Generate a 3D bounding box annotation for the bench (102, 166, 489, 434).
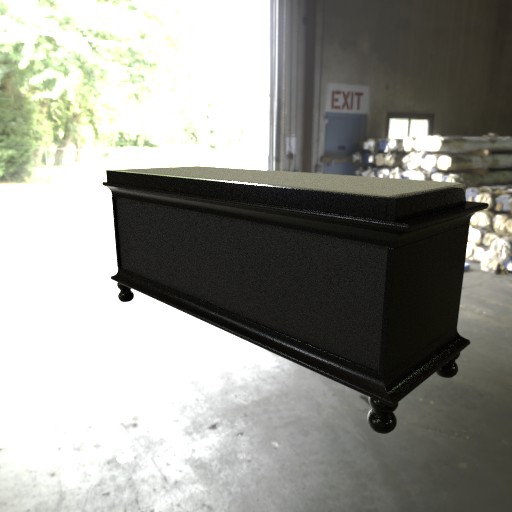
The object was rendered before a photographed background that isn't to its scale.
[{"bbox_3d":[0.000,0.000,1.385,0.402,0.501,1.185,-14,20,-43],"label":"bench"}]
